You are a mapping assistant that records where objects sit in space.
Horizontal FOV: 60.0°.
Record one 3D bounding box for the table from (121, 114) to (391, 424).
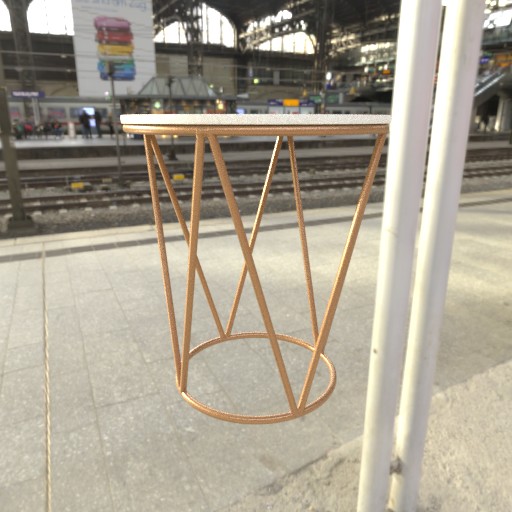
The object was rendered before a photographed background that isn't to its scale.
[{"bbox_3d":[0.000,0.000,0.934,0.500,0.564,0.500,0,17,0],"label":"table"}]
